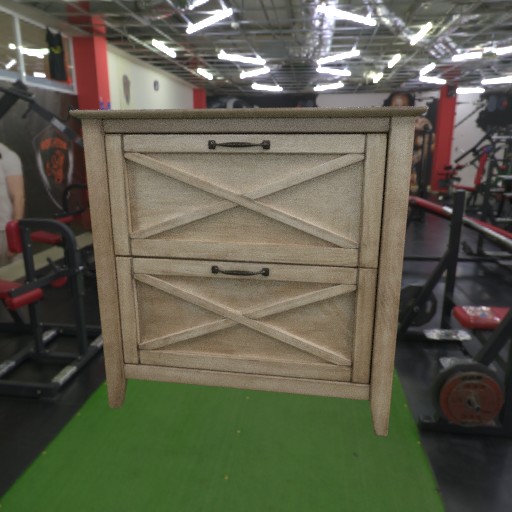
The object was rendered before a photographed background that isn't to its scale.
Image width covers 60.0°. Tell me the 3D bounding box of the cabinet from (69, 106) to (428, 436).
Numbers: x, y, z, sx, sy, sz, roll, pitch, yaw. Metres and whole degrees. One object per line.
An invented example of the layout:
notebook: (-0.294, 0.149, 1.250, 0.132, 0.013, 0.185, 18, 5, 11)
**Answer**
cabinet: (0.000, 0.000, 1.251, 0.763, 0.762, 0.503, 2, 15, 9)
